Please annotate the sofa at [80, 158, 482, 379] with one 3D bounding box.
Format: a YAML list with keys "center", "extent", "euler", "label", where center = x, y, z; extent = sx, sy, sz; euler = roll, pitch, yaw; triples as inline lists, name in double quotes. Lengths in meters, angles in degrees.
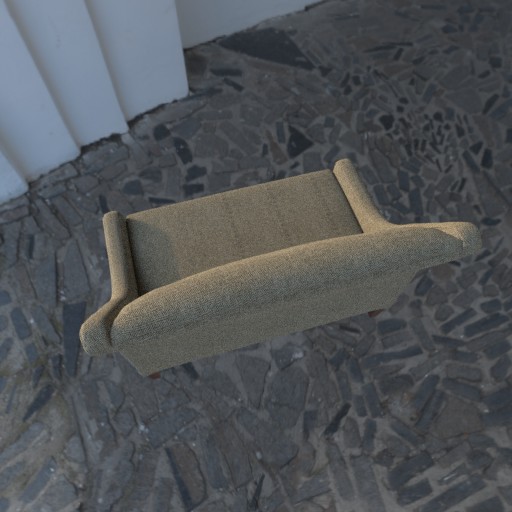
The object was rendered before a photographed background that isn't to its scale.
- center: [0.000, 0.000, 1.891]
  extent: [1.242, 1.021, 0.870]
  euler: [-14, 60, -8]
  label: "sofa"
